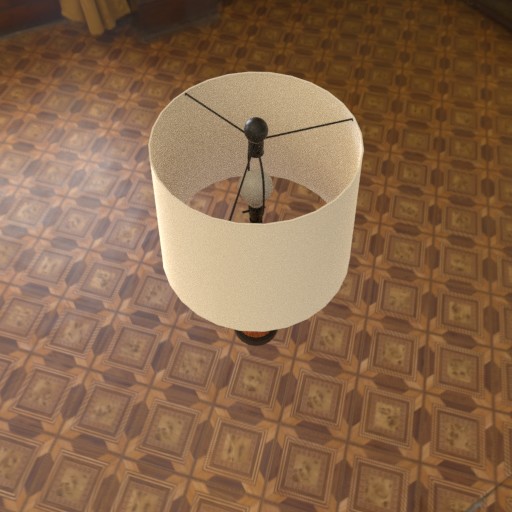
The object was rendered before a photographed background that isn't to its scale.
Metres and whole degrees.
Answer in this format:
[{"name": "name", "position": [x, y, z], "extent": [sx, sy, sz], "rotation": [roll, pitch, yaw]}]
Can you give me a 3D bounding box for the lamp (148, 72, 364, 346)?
[{"name": "lamp", "position": [0.000, 0.000, 0.860], "extent": [0.349, 0.667, 0.349], "rotation": [0, 58, 0]}]
